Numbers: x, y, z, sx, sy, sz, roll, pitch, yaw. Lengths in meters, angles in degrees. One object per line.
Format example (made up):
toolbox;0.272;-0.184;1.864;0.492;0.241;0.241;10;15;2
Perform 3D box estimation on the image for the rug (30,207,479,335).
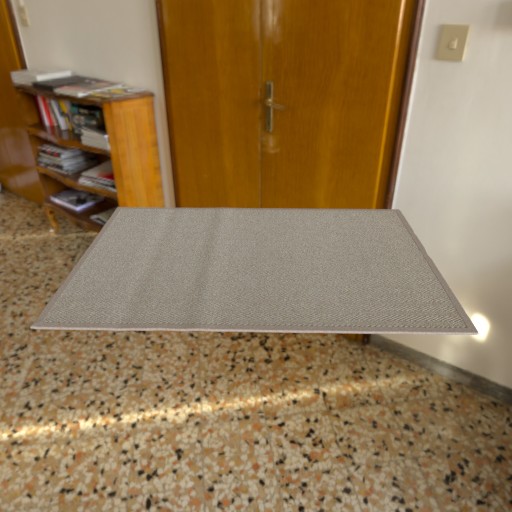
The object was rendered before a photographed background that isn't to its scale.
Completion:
rug;0.000;0.000;2.919;2.290;0.021;1.540;1;30;1
